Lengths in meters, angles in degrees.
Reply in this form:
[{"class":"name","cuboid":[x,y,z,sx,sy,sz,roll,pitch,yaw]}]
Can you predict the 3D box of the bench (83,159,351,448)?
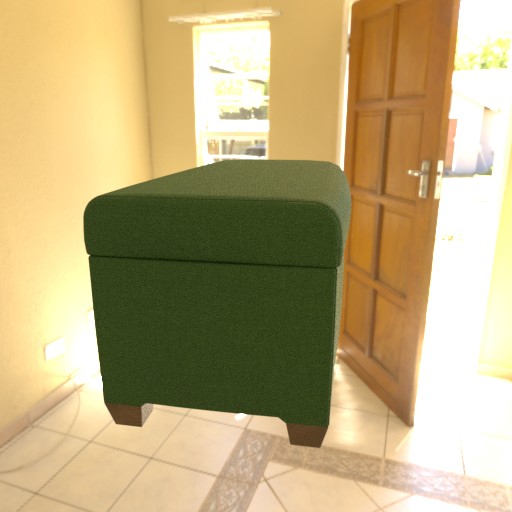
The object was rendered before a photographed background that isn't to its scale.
[{"class":"bench","cuboid":[0.000,0.000,1.272,0.505,0.501,0.989,3,16,9]}]
